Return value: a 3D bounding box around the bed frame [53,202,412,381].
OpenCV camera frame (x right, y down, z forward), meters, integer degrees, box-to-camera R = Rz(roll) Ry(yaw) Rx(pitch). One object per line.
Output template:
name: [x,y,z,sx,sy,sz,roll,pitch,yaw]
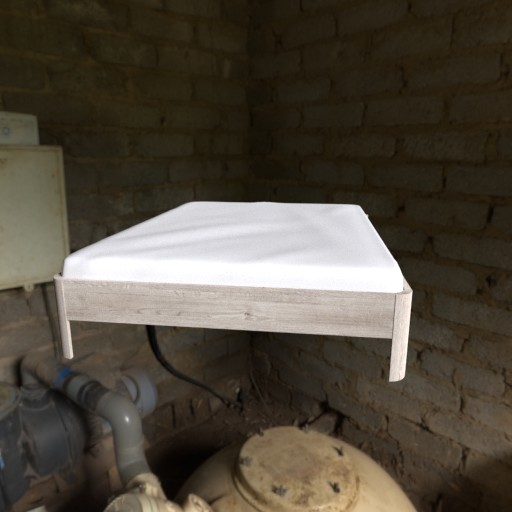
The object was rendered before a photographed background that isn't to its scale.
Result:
bed frame: [0.000,0.000,2.664,1.490,0.462,1.950,2,14,8]
